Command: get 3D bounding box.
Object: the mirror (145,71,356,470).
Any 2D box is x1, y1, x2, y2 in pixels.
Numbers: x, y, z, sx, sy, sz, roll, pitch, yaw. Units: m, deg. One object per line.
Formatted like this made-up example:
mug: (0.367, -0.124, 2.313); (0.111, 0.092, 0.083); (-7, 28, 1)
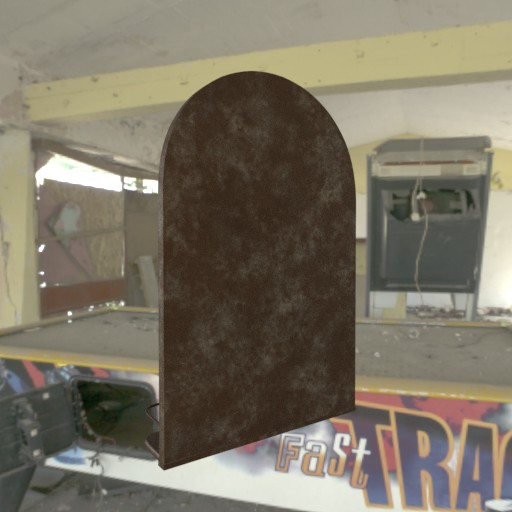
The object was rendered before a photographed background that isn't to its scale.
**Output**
mirror: (0.000, 0.000, 0.998); (0.510, 0.770, 0.137); (-1, 1, -35)
